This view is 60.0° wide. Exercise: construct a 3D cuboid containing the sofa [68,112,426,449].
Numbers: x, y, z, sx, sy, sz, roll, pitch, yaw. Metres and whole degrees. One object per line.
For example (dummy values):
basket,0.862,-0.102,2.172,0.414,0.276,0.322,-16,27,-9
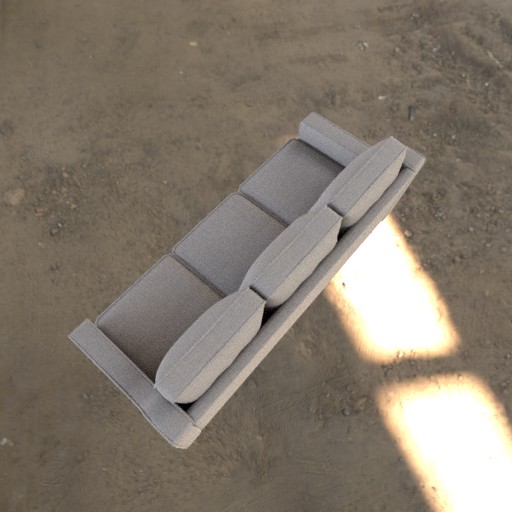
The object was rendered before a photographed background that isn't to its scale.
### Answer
sofa,0.000,0.000,2.703,0.899,0.950,2.129,38,69,17
